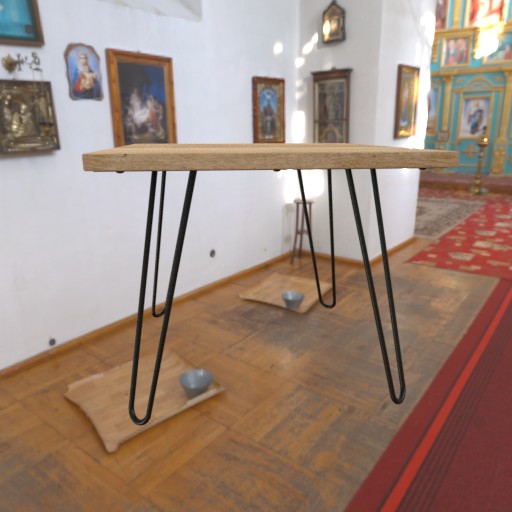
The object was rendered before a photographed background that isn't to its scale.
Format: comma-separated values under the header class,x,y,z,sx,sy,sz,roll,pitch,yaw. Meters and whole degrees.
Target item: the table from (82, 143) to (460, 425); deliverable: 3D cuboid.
class,x,y,z,sx,sy,sz,roll,pitch,yaw
table,0.000,0.000,1.044,0.599,0.500,0.599,-2,16,-7
